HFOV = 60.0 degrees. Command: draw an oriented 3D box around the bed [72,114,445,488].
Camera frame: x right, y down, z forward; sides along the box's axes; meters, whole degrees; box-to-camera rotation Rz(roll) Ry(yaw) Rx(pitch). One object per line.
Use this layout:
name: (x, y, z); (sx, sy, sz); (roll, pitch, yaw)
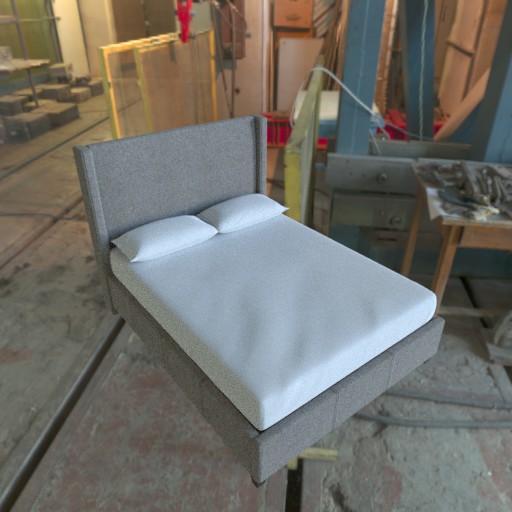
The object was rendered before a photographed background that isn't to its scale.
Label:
bed: (0.000, 0.000, 3.329); (1.714, 1.481, 2.245); (-21, 37, -32)
